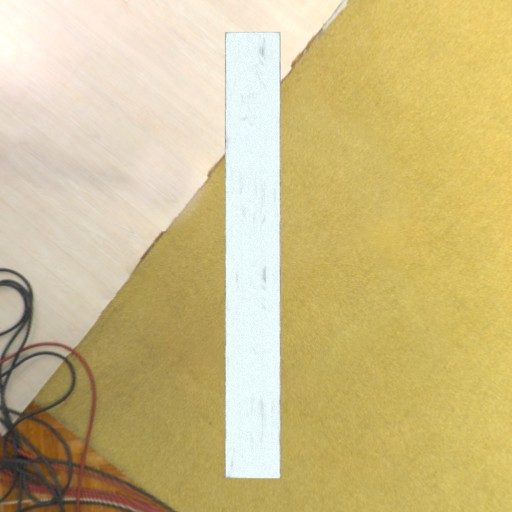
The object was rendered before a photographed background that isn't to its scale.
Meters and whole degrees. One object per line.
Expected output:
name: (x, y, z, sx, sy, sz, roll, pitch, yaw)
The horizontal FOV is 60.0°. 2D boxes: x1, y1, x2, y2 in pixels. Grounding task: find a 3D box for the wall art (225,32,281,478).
wall art: (0.000, 0.000, 0.455, 0.038, 0.305, 0.305, 0, 90, 1)
